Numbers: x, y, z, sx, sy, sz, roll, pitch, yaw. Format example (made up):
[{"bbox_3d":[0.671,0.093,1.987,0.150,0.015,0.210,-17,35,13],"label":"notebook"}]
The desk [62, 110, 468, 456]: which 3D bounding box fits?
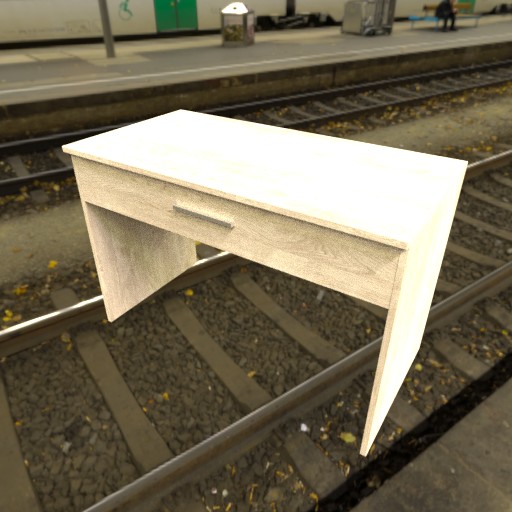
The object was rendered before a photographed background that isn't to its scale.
[{"bbox_3d":[0.000,0.000,1.533,1.100,0.730,0.560,19,37,28],"label":"desk"}]
